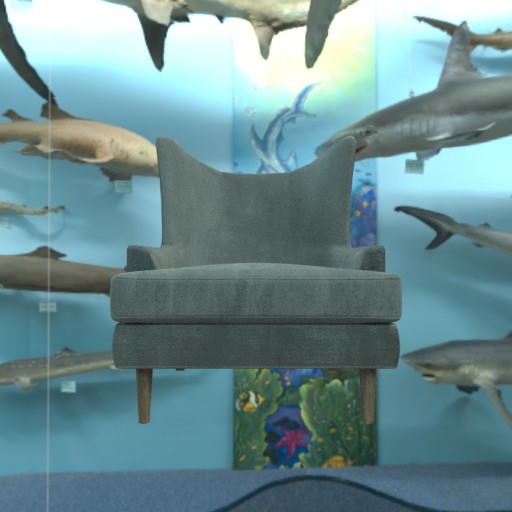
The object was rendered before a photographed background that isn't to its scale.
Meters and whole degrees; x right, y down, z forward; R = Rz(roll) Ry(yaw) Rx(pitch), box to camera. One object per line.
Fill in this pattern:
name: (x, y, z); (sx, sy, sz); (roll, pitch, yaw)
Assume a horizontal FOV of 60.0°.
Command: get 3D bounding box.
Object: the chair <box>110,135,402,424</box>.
chair: (0.000, 0.000, 1.610); (0.784, 0.950, 0.906); (0, -1, 0)
